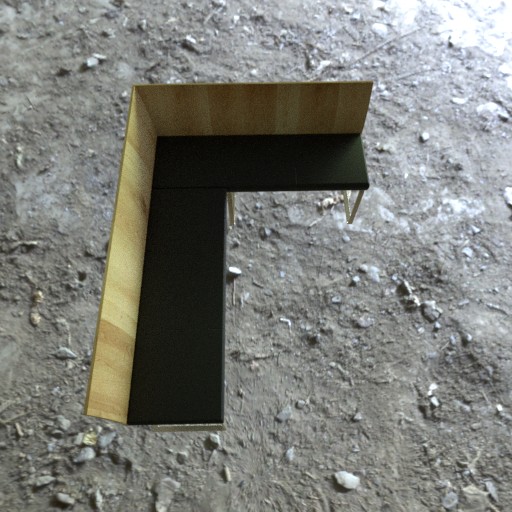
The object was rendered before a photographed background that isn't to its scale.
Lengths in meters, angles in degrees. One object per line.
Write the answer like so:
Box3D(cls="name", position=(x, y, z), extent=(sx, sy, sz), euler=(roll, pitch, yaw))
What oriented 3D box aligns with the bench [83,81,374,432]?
Box3D(cls="bench", position=(0.000, 0.000, 2.727), extent=(1.495, 0.930, 1.945), euler=(-1, 63, 0))
